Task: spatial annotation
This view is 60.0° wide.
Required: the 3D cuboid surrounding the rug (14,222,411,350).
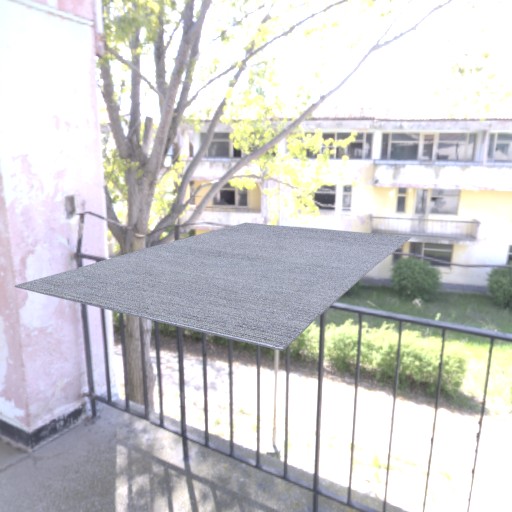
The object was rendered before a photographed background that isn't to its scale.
[{"bbox_3d":[0.000,0.000,2.200,1.159,0.021,1.789,7,15,28],"label":"rug"}]
